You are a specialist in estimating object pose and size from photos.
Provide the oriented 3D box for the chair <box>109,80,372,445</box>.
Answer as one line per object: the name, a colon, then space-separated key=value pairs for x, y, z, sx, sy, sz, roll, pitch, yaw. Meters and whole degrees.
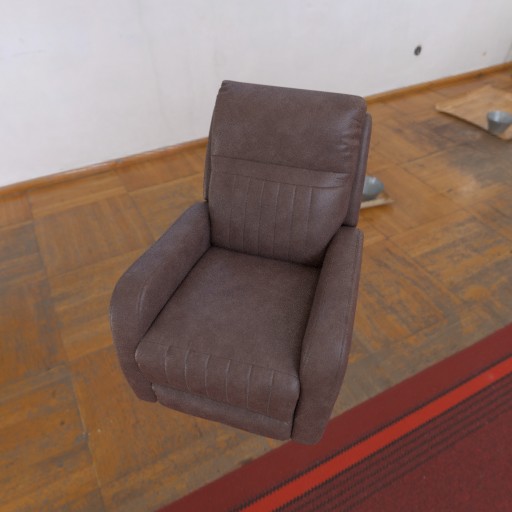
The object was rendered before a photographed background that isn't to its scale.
chair: x=0.000 y=0.000 z=1.798 sx=0.865 sy=1.067 sz=1.067 roll=11 pitch=42 yaw=13
